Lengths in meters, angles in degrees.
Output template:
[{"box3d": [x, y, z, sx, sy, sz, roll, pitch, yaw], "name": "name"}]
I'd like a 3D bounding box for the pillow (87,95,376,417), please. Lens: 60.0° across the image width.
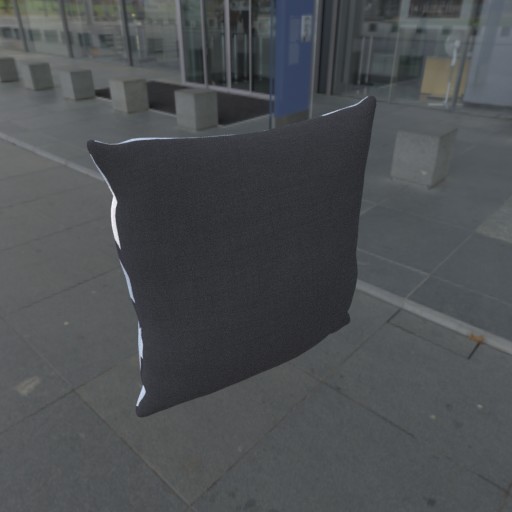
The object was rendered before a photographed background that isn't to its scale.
[{"box3d": [0.000, 0.000, 0.778, 0.503, 0.496, 0.208, -18, 34, -28], "name": "pillow"}]
